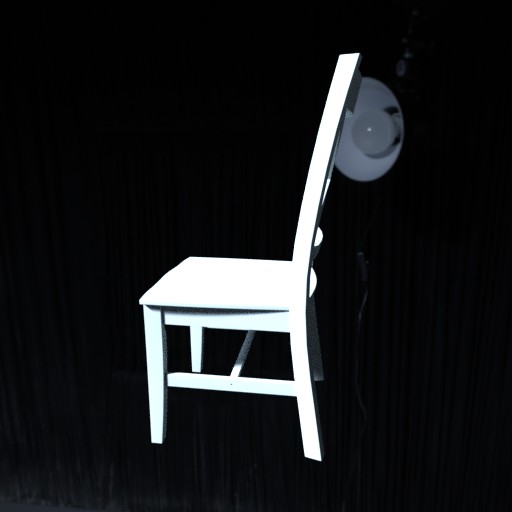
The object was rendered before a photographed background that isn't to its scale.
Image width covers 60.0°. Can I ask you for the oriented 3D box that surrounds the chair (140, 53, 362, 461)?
[{"bbox_3d":[0.000,0.000,1.282,0.542,0.983,0.485,2,14,8],"label":"chair"}]
